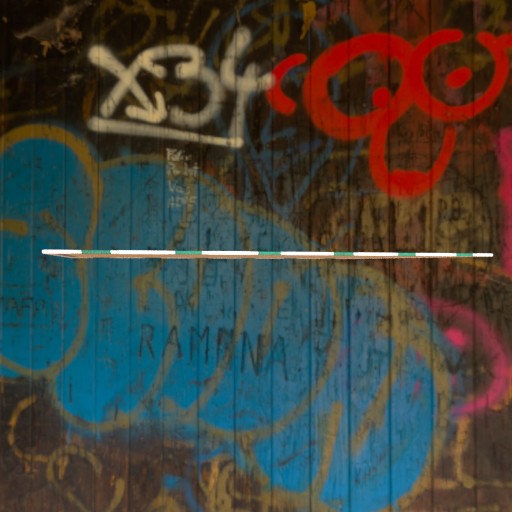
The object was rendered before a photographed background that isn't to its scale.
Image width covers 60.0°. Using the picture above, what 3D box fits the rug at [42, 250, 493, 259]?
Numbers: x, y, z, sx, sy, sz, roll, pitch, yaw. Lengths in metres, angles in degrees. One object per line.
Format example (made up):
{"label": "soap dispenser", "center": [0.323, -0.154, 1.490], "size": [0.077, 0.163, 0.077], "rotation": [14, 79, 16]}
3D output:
{"label": "rug", "center": [0.000, 0.000, 2.254], "size": [1.829, 0.012, 1.210], "rotation": [0, -1, -19]}
